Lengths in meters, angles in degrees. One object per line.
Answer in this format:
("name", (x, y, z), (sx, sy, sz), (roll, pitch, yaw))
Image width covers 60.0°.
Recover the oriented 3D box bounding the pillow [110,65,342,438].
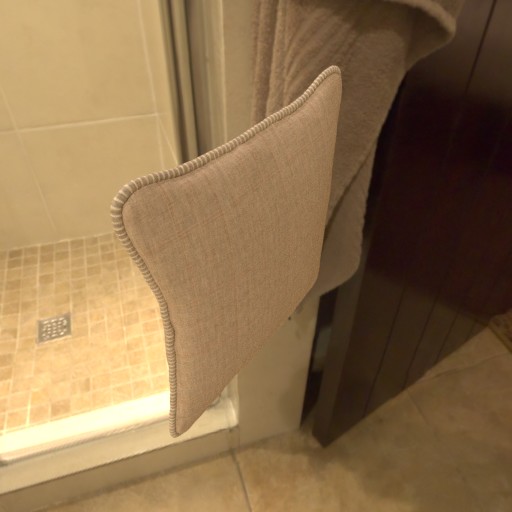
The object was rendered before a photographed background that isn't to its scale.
("pillow", (0.000, 0.000, 0.726), (0.124, 0.494, 0.485), (25, 47, 26))
